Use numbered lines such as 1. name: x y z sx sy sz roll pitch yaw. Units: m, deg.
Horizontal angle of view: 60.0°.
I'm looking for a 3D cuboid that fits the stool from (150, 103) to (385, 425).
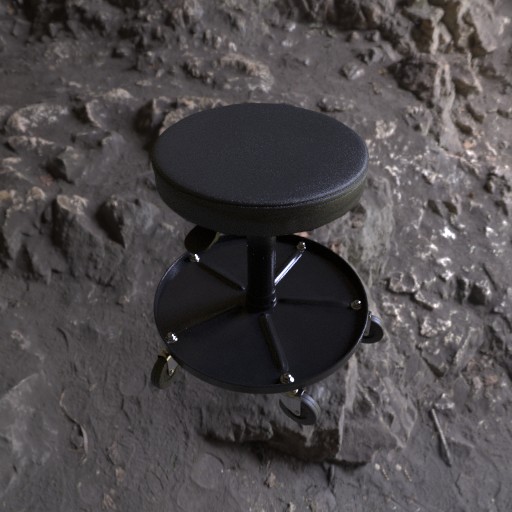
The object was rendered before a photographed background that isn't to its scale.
1. stool: 0.000 0.000 0.668 0.381 0.365 0.382 25 47 26
